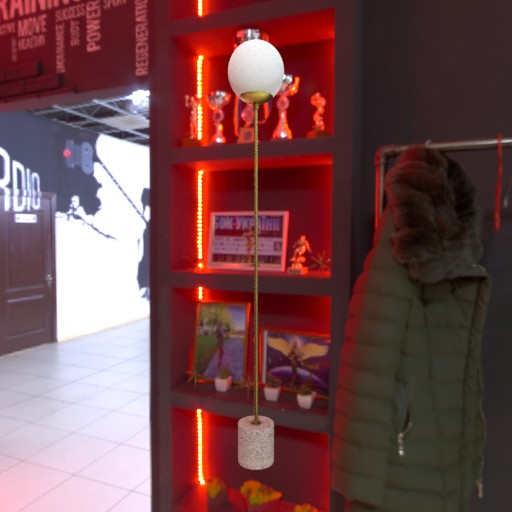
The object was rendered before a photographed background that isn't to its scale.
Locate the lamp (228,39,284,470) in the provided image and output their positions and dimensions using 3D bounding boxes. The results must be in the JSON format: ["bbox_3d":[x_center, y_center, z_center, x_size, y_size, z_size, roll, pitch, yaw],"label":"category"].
[{"bbox_3d":[0.000,0.000,1.850,0.229,1.748,0.229,-2,3,-35],"label":"lamp"}]
